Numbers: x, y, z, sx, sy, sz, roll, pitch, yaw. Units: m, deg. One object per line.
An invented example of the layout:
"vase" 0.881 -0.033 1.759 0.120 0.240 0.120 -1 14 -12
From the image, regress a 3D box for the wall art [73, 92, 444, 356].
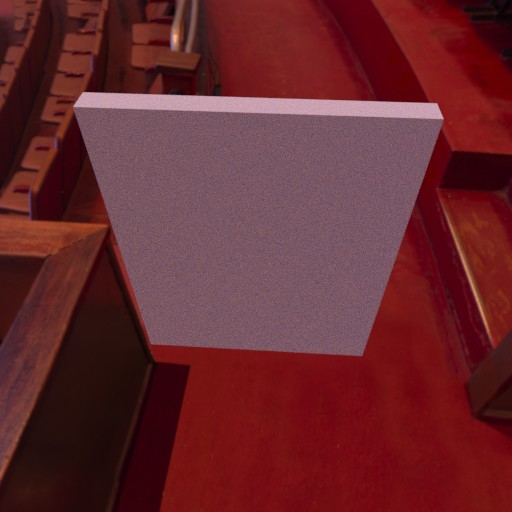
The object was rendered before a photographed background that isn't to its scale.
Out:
"wall art" 0.000 0.000 0.754 0.451 0.553 0.039 3 47 2
